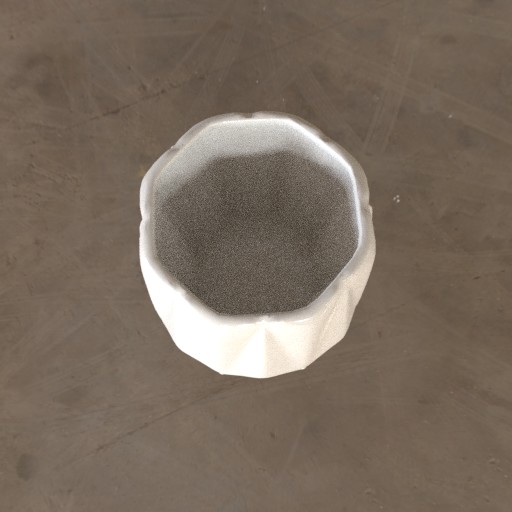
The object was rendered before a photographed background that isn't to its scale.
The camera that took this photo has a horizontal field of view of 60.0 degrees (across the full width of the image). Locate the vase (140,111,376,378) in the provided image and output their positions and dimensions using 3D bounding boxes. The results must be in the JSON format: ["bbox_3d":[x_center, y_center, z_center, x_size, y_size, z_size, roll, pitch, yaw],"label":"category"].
[{"bbox_3d":[0.000,0.000,0.264,0.141,0.152,0.141,0,75,0],"label":"vase"}]
